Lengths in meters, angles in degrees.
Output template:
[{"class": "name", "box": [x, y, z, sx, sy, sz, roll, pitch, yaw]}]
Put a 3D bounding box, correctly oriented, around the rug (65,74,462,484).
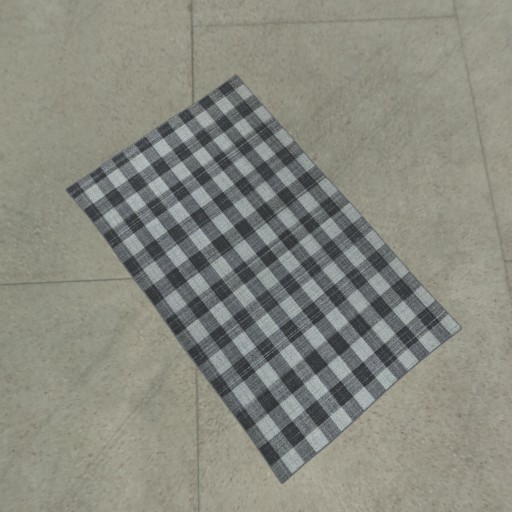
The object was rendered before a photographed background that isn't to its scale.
[{"class": "rug", "box": [0.000, 0.000, 3.066, 1.554, 0.011, 2.476, -37, 79, -9]}]
